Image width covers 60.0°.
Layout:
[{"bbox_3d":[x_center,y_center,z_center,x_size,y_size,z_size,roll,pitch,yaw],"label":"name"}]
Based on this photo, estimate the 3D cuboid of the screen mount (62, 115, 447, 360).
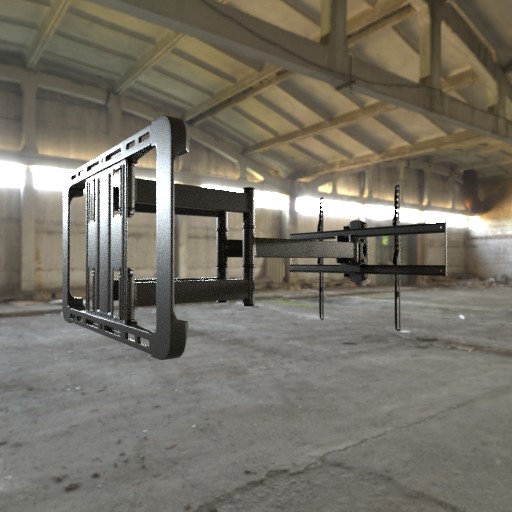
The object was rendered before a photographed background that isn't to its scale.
[{"bbox_3d":[0.000,0.000,1.309,0.905,0.483,0.725,1,-1,-37],"label":"screen mount"}]
